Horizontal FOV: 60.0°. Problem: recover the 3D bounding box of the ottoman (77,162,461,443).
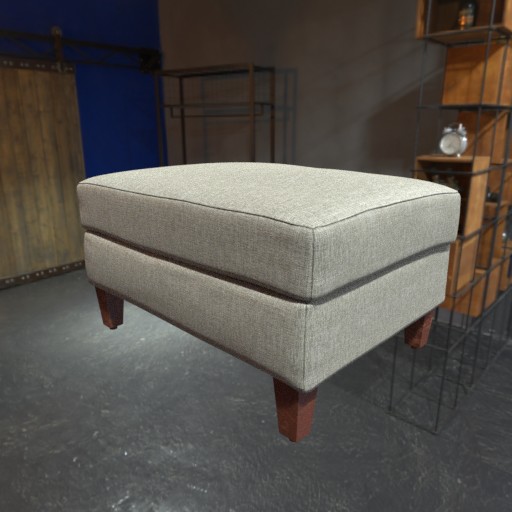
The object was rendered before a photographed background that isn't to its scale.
[{"bbox_3d":[0.000,0.000,1.233,0.873,0.494,0.639,15,22,42],"label":"ottoman"}]
